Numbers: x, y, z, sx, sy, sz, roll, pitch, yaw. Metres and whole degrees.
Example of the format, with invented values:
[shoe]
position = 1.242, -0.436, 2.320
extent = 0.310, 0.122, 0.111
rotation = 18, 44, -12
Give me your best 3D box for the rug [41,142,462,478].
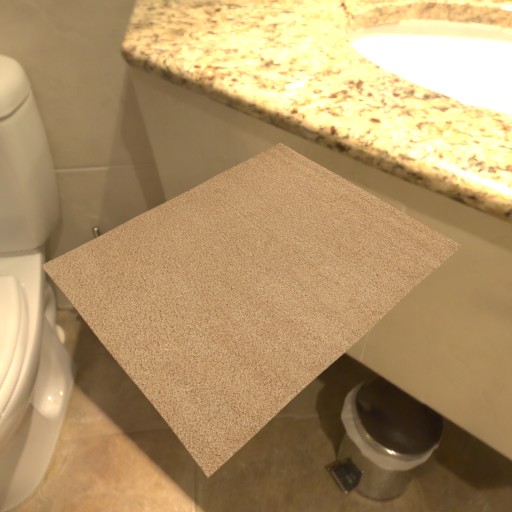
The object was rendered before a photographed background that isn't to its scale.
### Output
[rug]
position = 0.000, 0.000, 4.044
extent = 3.000, 0.026, 2.400
rotation = -33, 55, -28
